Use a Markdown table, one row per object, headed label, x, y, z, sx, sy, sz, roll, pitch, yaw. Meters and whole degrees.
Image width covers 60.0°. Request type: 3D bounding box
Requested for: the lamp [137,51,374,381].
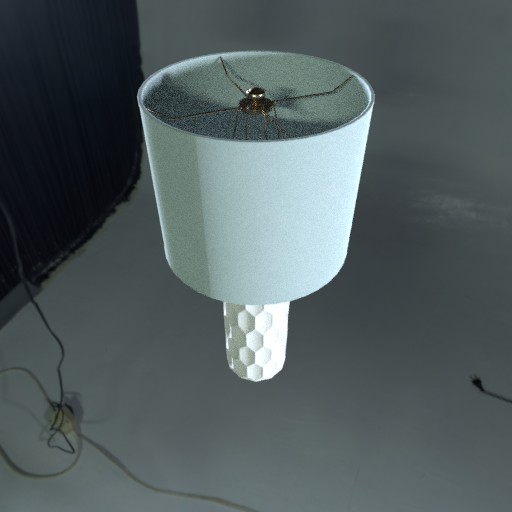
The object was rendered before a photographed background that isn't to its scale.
| label | x | y | z | sx | sy | sz | roll | pitch | yaw |
| --- | --- | --- | --- | --- | --- | --- | --- | --- | --- |
| lamp | 0.000 | 0.000 | 0.703 | 0.277 | 0.534 | 0.277 | 11 | 43 | 12 |
